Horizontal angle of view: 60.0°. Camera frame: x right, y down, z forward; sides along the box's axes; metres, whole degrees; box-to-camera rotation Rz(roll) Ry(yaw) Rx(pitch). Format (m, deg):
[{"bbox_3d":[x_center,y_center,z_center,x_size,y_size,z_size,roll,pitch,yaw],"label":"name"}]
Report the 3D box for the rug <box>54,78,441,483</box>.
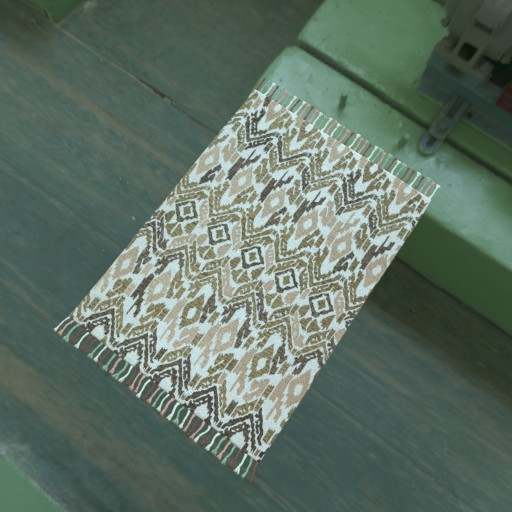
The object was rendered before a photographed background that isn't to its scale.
[{"bbox_3d":[0.000,0.000,2.328,1.219,0.008,1.829,35,78,8],"label":"rug"}]
